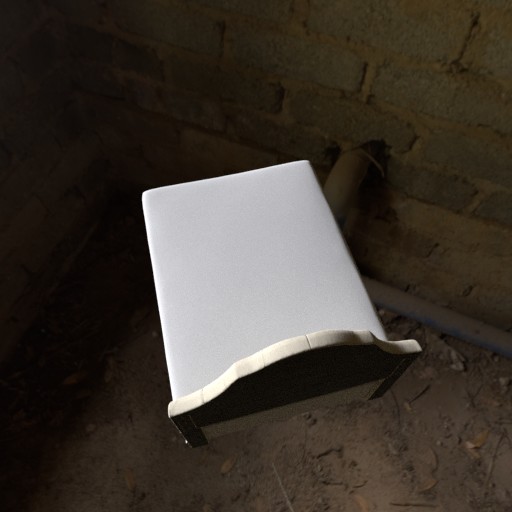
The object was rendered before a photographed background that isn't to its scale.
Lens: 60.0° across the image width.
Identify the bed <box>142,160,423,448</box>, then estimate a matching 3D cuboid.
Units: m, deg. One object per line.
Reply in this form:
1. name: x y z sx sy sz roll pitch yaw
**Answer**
1. bed: 0.000 0.000 3.277 1.627 1.575 2.092 -12 59 -8
